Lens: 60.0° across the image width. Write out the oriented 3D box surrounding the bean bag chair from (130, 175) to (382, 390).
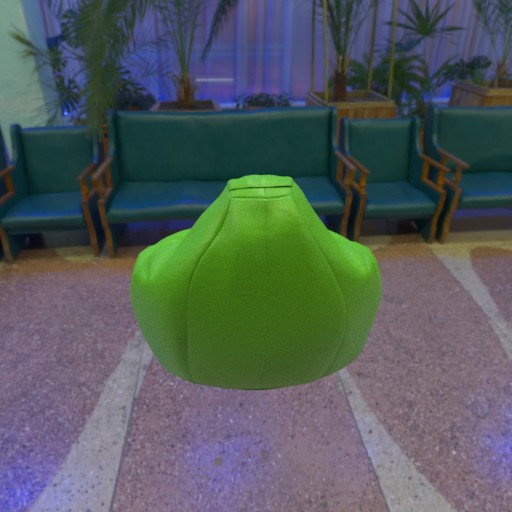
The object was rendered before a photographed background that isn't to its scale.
[{"bbox_3d":[0.000,0.000,1.903,1.070,0.990,1.070,-2,30,-3],"label":"bean bag chair"}]
